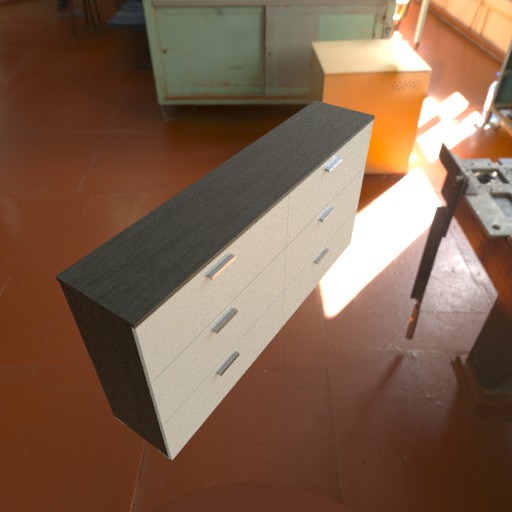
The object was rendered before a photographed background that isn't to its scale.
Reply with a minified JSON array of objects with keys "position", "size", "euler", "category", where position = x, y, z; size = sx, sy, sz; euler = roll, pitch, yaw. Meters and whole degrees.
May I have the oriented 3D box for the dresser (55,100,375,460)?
[{"position":[0.000,0.000,1.929],"size":[0.333,0.790,1.535],"euler":[24,47,25],"category":"dresser"}]
